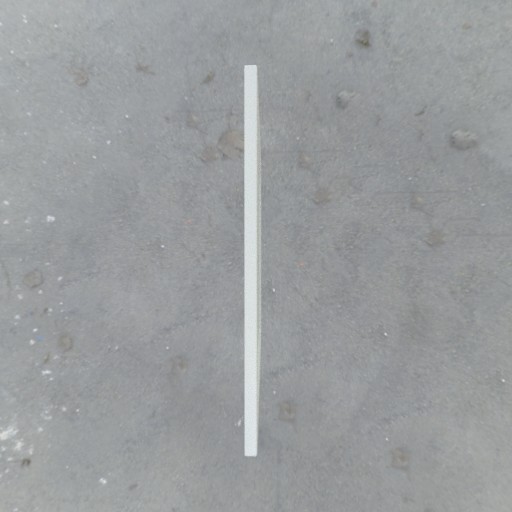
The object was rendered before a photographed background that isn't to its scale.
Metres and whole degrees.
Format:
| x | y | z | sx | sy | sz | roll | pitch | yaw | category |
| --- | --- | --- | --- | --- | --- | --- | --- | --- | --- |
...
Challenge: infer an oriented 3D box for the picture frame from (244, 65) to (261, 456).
| x | y | z | sx | sy | sz | roll | pitch | yaw | category |
| --- | --- | --- | --- | --- | --- | --- | --- | --- | --- |
| 0.000 | 0.000 | 0.696 | 0.012 | 0.534 | 0.381 | 0 | 91 | 1 | picture frame |
